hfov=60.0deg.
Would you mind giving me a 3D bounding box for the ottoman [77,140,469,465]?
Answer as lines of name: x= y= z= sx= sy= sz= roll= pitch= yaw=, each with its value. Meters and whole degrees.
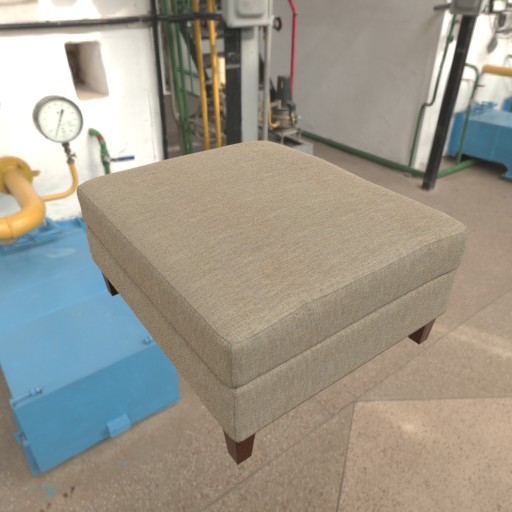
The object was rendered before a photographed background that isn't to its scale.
ottoman: x=0.000 y=0.000 z=1.470 sx=0.836 sy=0.492 sz=0.976 roll=-21 pitch=38 yaw=-30
